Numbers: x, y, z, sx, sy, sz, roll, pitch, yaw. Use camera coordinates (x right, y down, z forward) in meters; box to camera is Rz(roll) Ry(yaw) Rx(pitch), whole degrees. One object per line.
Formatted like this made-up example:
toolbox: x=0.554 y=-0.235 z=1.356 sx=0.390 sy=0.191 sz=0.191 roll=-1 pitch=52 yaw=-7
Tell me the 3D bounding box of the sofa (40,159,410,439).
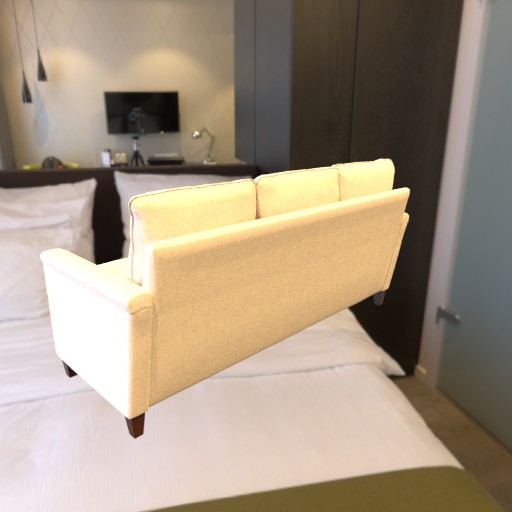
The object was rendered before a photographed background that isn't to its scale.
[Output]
sofa: x=0.000 y=0.000 z=2.373 sx=1.925 sy=0.961 sz=0.828 roll=-16 pitch=24 yaw=-42
